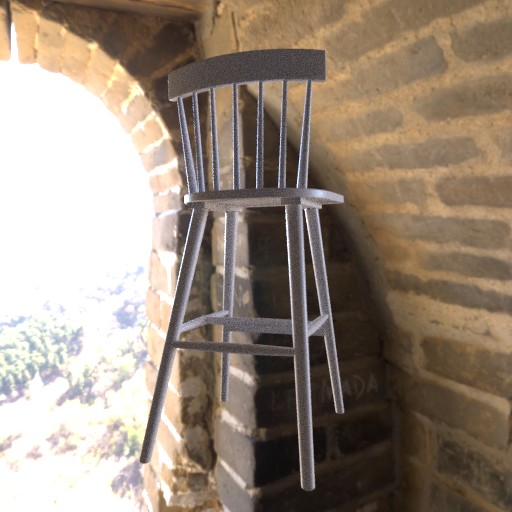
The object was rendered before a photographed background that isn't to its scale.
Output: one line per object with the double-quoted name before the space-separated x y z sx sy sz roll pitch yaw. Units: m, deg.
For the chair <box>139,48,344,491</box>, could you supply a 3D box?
"chair" 0.000 0.000 1.363 0.483 1.092 0.572 0 -1 18
